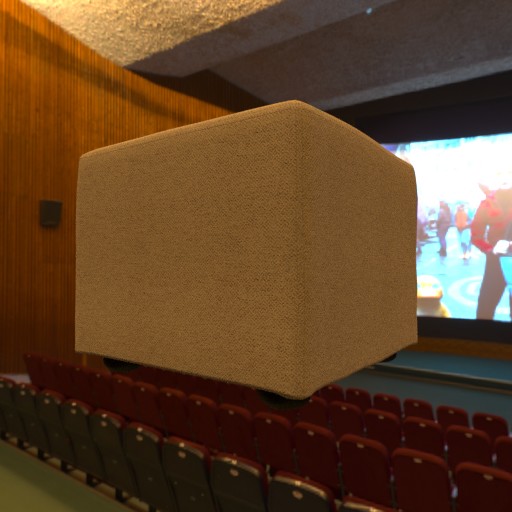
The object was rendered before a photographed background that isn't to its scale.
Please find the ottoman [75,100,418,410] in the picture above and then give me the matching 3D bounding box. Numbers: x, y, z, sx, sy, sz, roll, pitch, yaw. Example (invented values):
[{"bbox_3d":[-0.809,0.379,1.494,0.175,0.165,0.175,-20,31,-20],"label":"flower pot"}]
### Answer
[{"bbox_3d":[0.000,0.000,0.913,0.521,0.453,0.512,-1,-1,36],"label":"ottoman"}]
